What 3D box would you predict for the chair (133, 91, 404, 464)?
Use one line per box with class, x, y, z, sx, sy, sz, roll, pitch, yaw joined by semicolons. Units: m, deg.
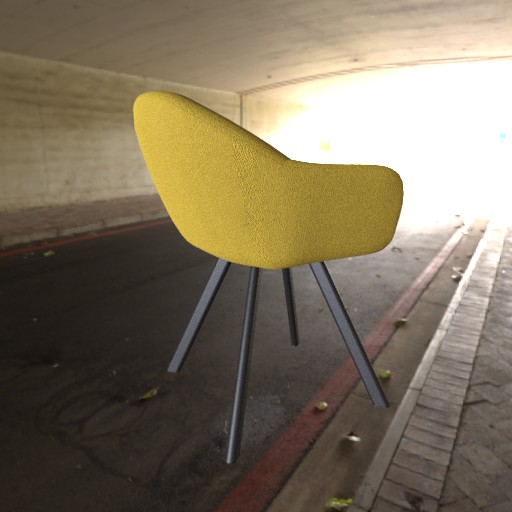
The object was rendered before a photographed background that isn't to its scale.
chair;0.000;0.000;1.147;0.565;0.775;0.545;-7;15;-26
